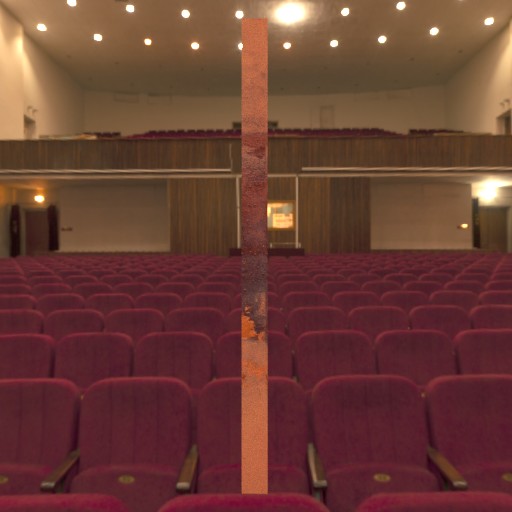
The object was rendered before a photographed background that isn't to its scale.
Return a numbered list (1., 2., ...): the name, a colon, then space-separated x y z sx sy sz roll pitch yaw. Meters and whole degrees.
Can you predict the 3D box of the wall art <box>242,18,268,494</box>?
1. wall art: 0.000 0.000 1.106 0.048 0.874 0.583 0 0 0
